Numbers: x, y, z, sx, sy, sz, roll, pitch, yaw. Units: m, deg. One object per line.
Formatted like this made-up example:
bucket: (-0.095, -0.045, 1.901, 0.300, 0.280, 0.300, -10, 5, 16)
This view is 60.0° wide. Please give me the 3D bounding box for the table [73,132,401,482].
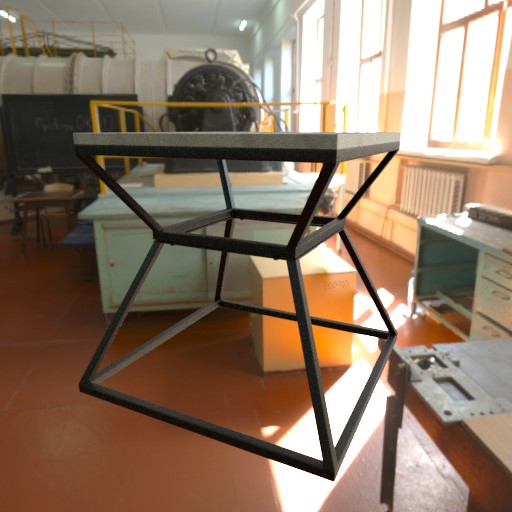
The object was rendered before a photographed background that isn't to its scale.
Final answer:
table: (0.000, 0.000, 0.802, 0.455, 0.431, 0.455, 8, 18, 26)
